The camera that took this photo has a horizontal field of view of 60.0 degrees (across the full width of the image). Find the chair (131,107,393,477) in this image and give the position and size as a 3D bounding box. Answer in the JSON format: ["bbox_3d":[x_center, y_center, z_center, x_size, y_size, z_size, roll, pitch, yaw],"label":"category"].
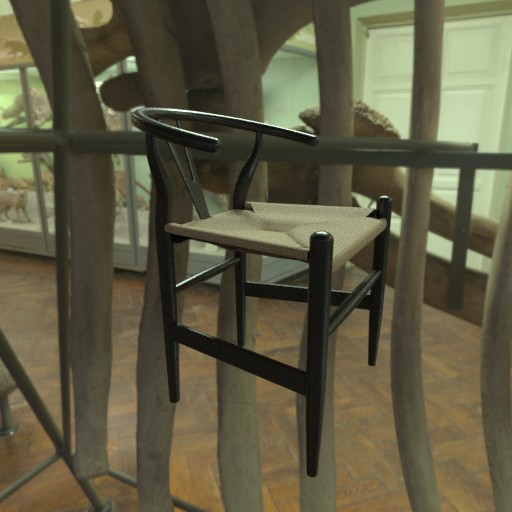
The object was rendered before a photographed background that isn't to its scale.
[{"bbox_3d":[0.000,0.000,1.149,0.570,0.739,0.570,8,18,27],"label":"chair"}]
